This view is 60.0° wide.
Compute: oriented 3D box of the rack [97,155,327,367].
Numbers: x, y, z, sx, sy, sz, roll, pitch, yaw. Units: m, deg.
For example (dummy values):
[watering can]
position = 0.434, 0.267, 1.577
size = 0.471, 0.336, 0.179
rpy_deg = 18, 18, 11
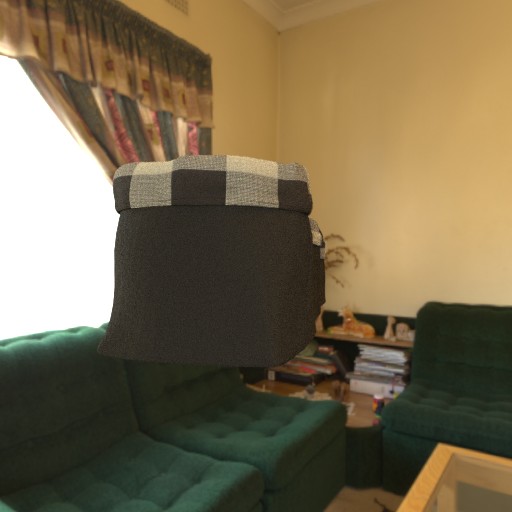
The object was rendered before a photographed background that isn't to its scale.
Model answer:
[rack]
position = 0.000, 0.000, 1.088
size = 0.370, 0.329, 0.889
rpy_deg = 0, 1, 17
